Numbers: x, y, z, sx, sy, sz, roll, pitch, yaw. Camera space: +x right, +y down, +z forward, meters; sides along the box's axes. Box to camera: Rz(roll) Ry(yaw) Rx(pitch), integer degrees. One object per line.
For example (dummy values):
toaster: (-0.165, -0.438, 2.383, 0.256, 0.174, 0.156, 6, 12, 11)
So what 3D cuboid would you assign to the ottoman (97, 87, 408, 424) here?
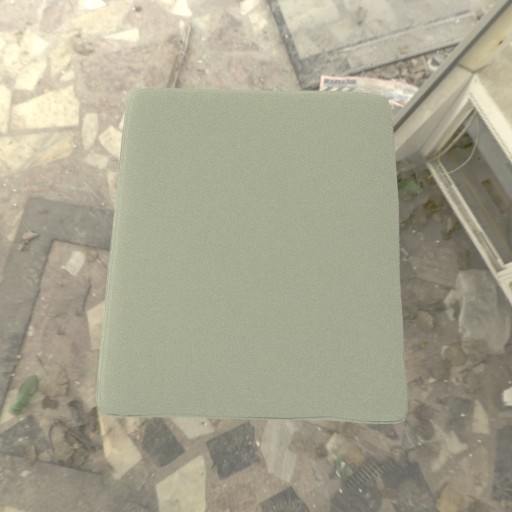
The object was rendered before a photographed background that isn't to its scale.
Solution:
ottoman: (0.000, 0.000, 1.463, 0.842, 0.494, 0.991, 1, 76, 0)
